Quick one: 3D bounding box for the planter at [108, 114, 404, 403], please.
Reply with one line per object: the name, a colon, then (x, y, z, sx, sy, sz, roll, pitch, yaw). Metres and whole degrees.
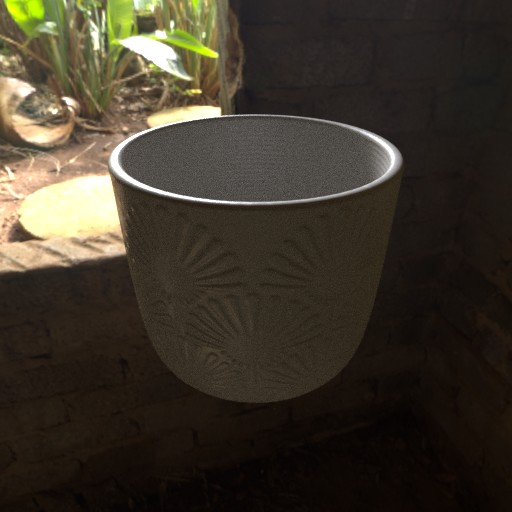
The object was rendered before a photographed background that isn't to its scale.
planter: (0.000, 0.000, 0.219, 0.124, 0.109, 0.124, 0, 31, 0)
